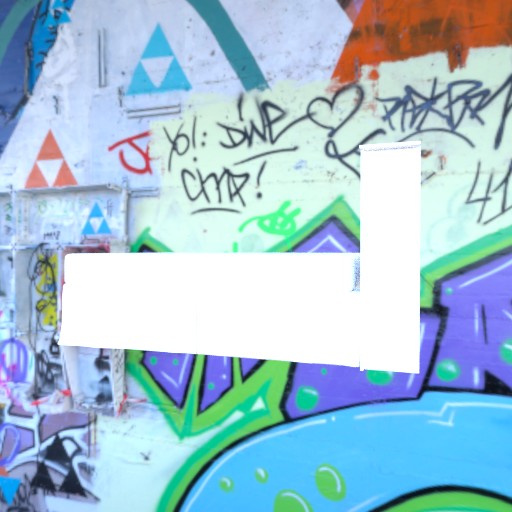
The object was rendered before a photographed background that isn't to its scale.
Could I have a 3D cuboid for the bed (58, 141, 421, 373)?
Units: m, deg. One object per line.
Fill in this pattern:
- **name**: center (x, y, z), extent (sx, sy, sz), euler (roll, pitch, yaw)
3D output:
- **bed**: center (0.000, 0.000, 3.175), extent (2.133, 1.092, 1.671), euler (0, 1, 18)
